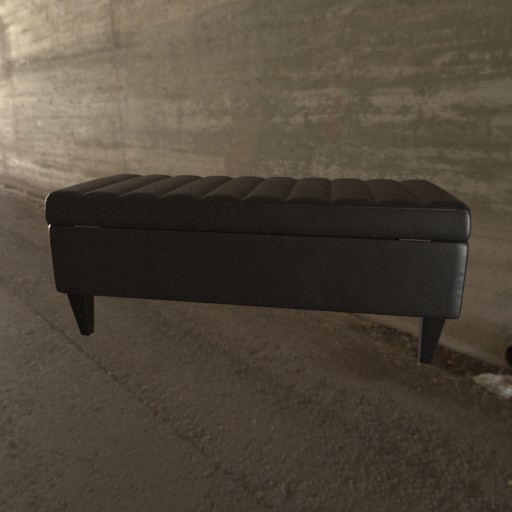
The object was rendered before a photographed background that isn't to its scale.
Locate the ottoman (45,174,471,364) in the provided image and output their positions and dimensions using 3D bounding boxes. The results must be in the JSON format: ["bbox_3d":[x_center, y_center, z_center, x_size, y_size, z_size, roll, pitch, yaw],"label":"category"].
[{"bbox_3d":[0.000,0.000,1.431,1.151,0.469,0.482,3,17,9],"label":"ottoman"}]
